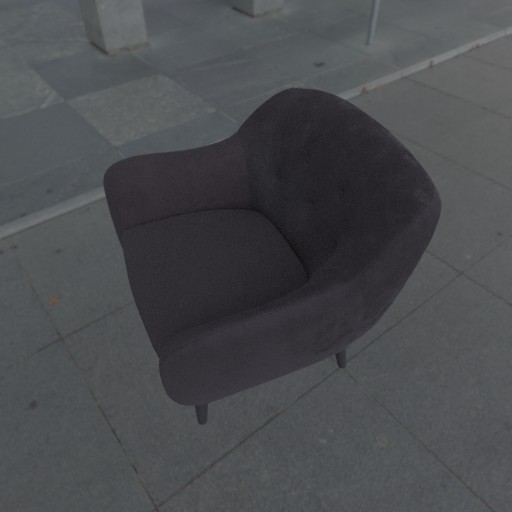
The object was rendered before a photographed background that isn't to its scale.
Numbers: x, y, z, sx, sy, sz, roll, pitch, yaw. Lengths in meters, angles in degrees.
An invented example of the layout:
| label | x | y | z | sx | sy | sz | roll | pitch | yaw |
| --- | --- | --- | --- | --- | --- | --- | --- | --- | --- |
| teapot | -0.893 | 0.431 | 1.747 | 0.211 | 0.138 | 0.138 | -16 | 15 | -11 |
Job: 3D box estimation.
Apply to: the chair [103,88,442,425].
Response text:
| label | x | y | z | sx | sy | sz | roll | pitch | yaw |
| --- | --- | --- | --- | --- | --- | --- | --- | --- | --- |
| chair | 0.000 | 0.000 | 1.463 | 0.819 | 0.807 | 0.840 | -17 | 47 | -16 |
